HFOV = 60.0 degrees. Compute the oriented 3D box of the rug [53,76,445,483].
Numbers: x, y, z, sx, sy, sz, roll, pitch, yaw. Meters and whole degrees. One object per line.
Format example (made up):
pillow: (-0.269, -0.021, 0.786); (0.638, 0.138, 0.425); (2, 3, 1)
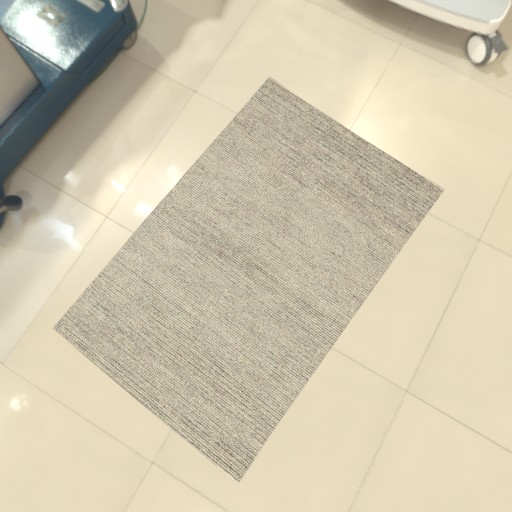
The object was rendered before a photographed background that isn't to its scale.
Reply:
rug: (0.000, 0.000, 2.272); (1.162, 0.022, 1.804); (36, 79, 9)
